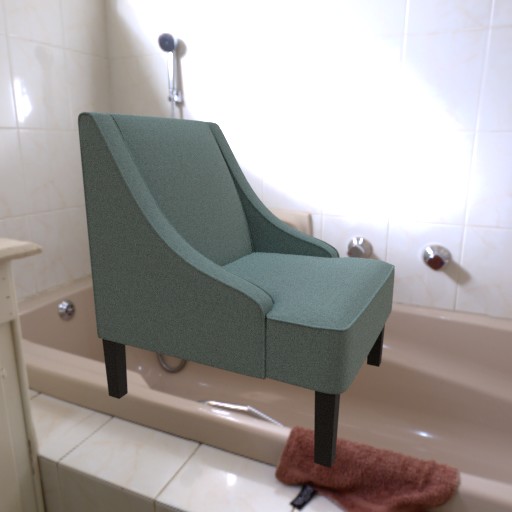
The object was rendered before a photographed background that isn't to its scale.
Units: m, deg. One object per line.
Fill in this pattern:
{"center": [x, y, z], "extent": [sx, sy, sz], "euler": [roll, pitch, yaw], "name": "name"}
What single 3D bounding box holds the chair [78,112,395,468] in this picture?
{"center": [0.000, 0.000, 1.858], "extent": [1.025, 1.133, 0.857], "euler": [7, 16, 26], "name": "chair"}
